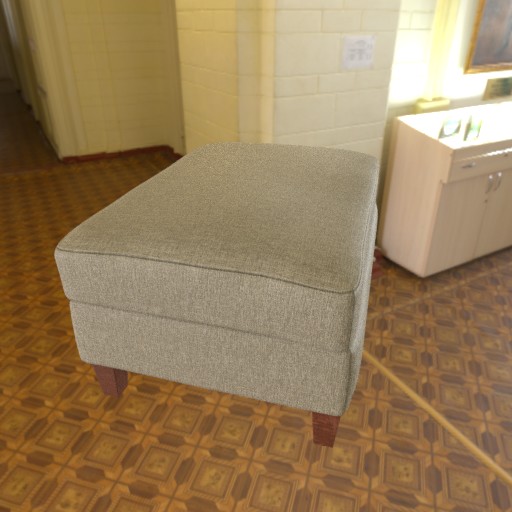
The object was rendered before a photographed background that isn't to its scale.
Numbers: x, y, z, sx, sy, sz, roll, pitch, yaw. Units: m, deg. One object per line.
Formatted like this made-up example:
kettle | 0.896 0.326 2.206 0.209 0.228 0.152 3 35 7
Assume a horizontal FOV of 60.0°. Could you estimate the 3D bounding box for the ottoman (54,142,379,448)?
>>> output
ottoman | 0.000 0.000 1.252 0.639 0.494 0.873 8 29 14
